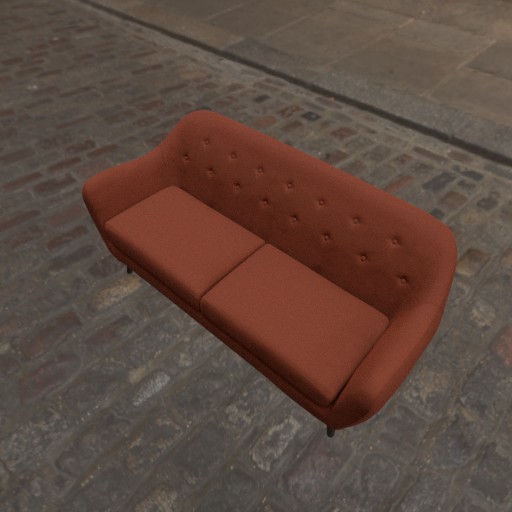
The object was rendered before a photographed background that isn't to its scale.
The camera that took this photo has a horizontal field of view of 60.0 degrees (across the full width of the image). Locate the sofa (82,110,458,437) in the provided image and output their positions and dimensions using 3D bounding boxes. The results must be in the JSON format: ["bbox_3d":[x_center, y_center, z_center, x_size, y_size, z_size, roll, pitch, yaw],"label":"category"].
[{"bbox_3d":[0.000,0.000,2.278,1.840,0.836,0.820,33,55,27],"label":"sofa"}]
